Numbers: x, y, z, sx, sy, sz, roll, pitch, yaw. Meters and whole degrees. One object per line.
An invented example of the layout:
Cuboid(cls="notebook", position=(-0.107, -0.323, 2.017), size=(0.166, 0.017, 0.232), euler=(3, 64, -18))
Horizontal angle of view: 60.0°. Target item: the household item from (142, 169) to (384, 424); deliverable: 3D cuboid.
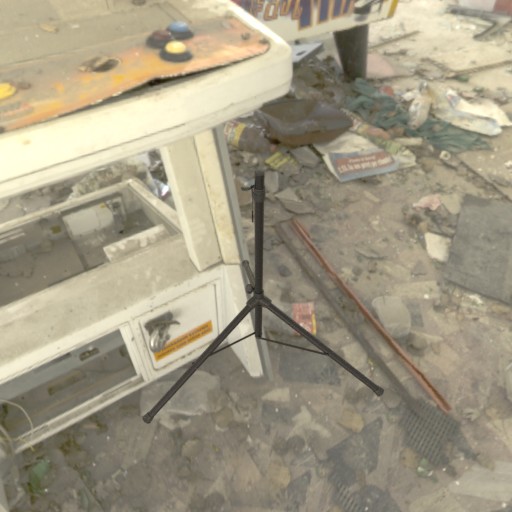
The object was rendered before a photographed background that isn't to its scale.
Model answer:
Cuboid(cls="household item", position=(0.000, 0.000, 2.781), size=(1.596, 1.595, 1.339), euler=(-4, 47, -4))
